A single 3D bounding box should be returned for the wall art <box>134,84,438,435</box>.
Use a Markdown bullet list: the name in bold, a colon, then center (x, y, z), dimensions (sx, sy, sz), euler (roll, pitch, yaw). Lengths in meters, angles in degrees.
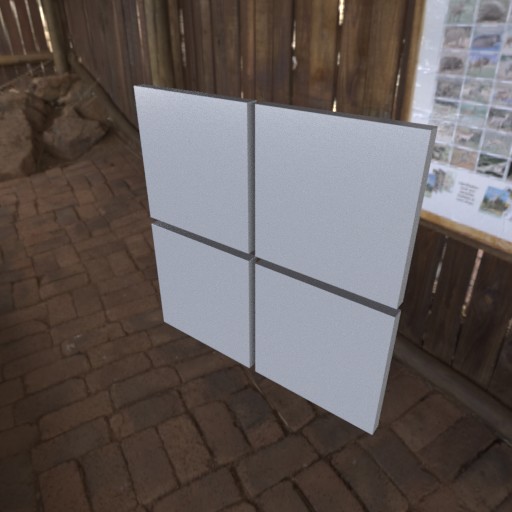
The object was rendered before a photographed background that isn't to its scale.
- **wall art**: center (0.000, 0.000, 0.916), dimensions (0.611, 0.611, 0.029), euler (20, 36, 32)
